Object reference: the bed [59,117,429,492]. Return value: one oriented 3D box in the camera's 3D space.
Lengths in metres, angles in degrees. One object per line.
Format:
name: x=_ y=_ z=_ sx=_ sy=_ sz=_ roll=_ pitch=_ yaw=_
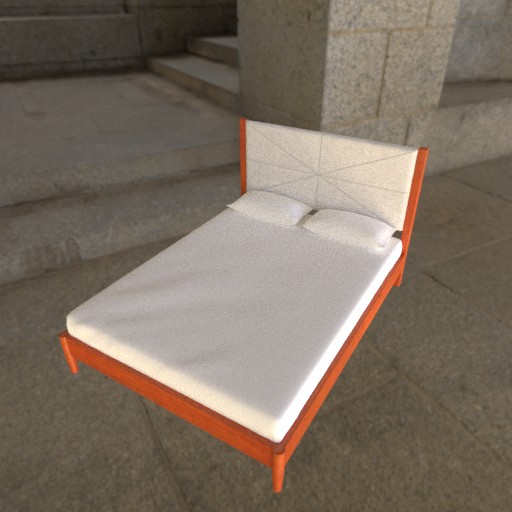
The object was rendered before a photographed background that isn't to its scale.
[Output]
bed: x=0.000 y=0.000 z=2.990 sx=1.566 sy=1.165 sz=2.117 roll=18 pitch=36 yaw=26
